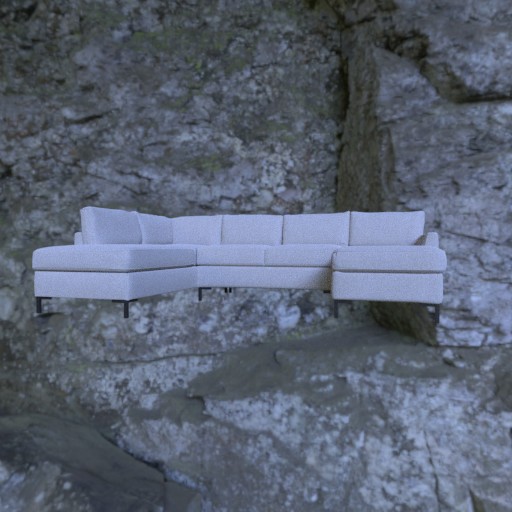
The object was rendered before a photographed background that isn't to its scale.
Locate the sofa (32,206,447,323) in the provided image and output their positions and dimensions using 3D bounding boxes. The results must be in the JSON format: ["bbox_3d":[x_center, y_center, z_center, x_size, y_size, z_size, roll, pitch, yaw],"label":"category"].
[{"bbox_3d":[0.000,0.000,3.833,2.984,0.862,1.989,0,1,18],"label":"sofa"}]
